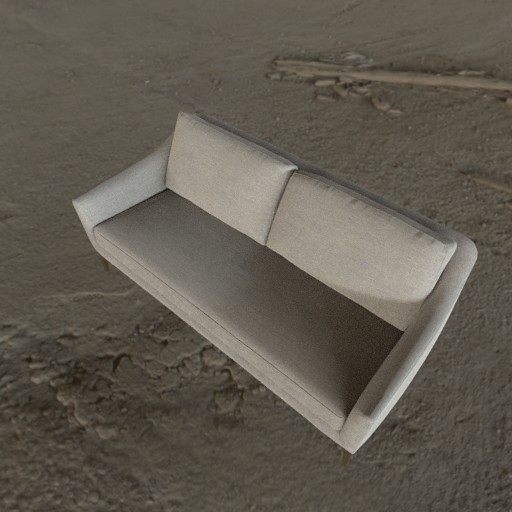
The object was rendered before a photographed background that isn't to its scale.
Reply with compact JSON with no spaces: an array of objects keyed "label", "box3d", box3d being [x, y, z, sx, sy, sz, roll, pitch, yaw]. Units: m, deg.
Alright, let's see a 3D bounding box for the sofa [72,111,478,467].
[{"label":"sofa","box3d":[0.000,0.000,2.486,2.036,0.913,0.980,32,54,27]}]
